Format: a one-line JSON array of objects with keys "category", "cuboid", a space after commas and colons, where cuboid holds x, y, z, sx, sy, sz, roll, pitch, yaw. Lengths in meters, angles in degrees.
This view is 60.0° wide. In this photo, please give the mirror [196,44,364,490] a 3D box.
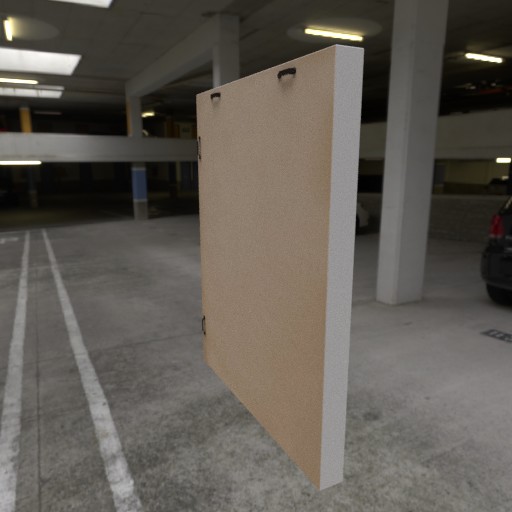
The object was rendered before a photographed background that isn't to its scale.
[{"category": "mirror", "cuboid": [0.000, 0.000, 0.672, 0.041, 0.508, 0.405, -6, 14, -26]}]
